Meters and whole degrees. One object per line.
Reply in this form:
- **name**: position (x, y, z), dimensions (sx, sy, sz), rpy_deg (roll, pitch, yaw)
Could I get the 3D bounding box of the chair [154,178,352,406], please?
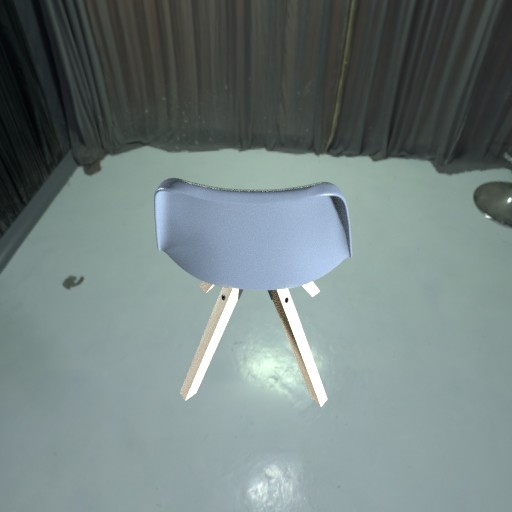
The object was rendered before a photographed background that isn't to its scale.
- **chair**: position (0.000, 0.000, 1.201), dimensions (0.485, 0.850, 0.550), rpy_deg (2, 46, 2)
